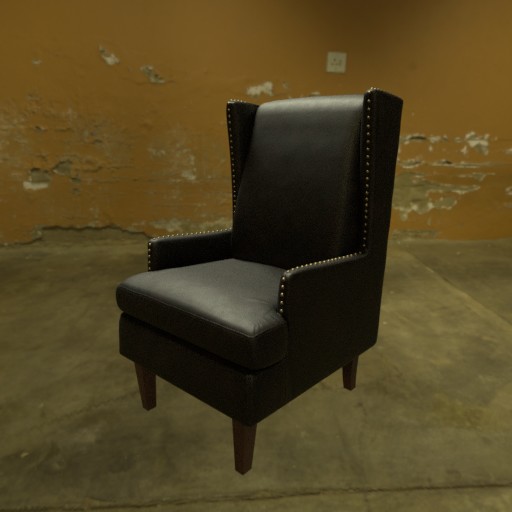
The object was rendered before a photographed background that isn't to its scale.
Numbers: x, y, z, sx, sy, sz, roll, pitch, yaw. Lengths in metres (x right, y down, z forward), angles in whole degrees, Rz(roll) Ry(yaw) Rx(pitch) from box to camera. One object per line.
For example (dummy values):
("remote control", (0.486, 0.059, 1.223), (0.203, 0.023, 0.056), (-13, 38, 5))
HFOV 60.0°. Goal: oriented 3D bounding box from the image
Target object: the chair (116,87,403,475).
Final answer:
("chair", (0.000, 0.000, 1.616), (0.703, 1.142, 0.799), (13, 19, 40))
